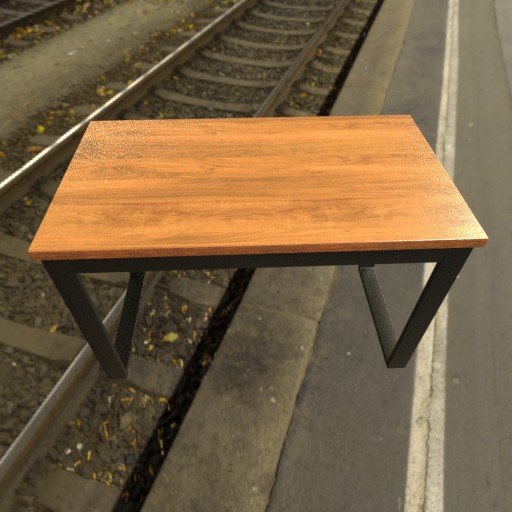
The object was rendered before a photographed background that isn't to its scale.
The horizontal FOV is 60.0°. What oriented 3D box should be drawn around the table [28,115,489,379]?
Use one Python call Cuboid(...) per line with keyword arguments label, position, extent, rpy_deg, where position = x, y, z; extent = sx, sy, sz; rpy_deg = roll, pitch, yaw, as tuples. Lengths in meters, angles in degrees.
Cuboid(label="table", position=(0.000, 0.000, 1.674), extent=(1.205, 0.760, 0.714), rpy_deg=(-2, 44, -2))
